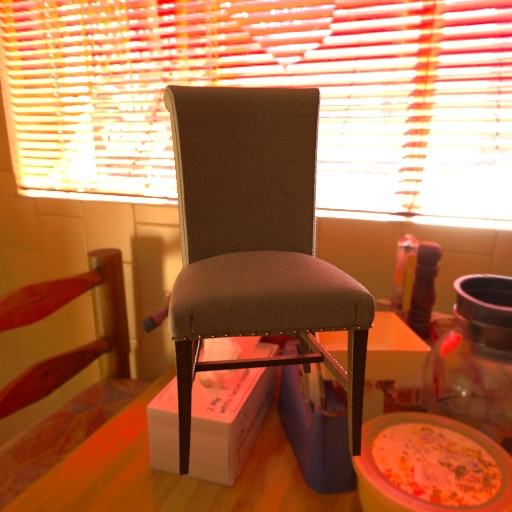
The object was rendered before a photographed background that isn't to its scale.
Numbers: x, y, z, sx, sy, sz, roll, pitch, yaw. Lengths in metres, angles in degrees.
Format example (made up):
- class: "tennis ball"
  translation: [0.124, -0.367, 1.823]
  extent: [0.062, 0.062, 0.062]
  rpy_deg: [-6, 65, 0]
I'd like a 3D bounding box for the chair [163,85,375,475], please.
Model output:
- class: "chair"
  translation: [0.000, 0.000, 1.302]
  extent: [0.513, 0.988, 0.608]
  rpy_deg: [-2, 15, -8]
